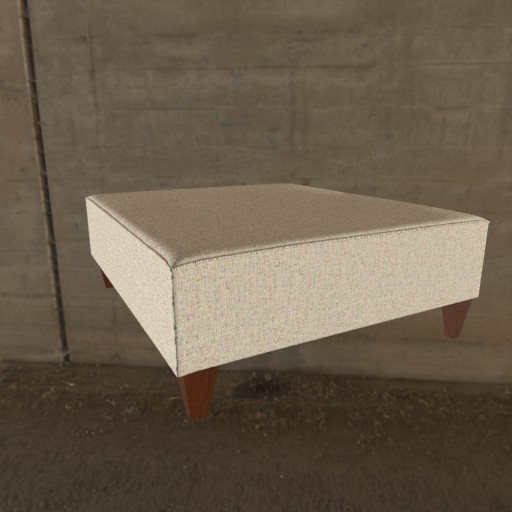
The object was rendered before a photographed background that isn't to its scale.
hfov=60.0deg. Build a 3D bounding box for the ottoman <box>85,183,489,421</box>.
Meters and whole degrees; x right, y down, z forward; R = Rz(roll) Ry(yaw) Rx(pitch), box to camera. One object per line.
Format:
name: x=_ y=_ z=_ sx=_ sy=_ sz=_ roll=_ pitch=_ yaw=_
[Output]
ottoman: x=0.000 y=0.000 z=1.201 sx=0.736 sy=0.303 sz=0.835 roll=-8 pitch=17 yaw=-27
